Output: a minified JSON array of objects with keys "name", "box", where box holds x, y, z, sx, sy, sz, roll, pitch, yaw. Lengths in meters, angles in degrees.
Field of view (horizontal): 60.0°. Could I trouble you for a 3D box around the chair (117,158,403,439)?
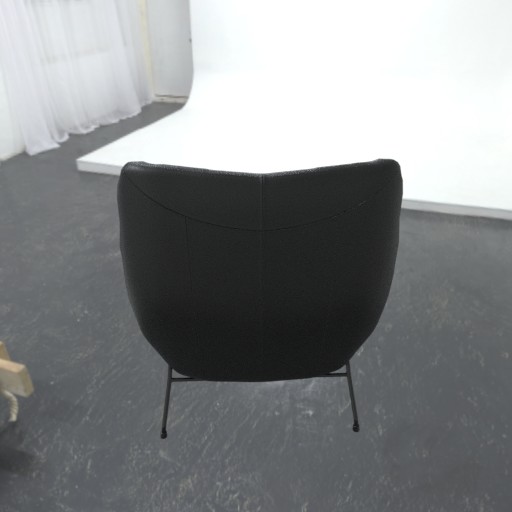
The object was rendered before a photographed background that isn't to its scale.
[{"name":"chair","box":[0.000,0.000,1.565,0.836,0.922,0.826,-1,30,-2]}]
